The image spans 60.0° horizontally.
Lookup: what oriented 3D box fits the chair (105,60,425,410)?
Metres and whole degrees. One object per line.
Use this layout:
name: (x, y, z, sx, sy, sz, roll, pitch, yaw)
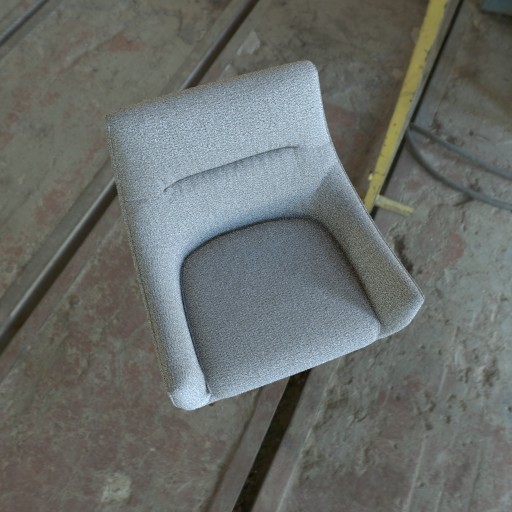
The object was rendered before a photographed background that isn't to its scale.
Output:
chair: (0.000, 0.000, 1.460, 0.762, 0.838, 0.787, -18, 65, -9)
